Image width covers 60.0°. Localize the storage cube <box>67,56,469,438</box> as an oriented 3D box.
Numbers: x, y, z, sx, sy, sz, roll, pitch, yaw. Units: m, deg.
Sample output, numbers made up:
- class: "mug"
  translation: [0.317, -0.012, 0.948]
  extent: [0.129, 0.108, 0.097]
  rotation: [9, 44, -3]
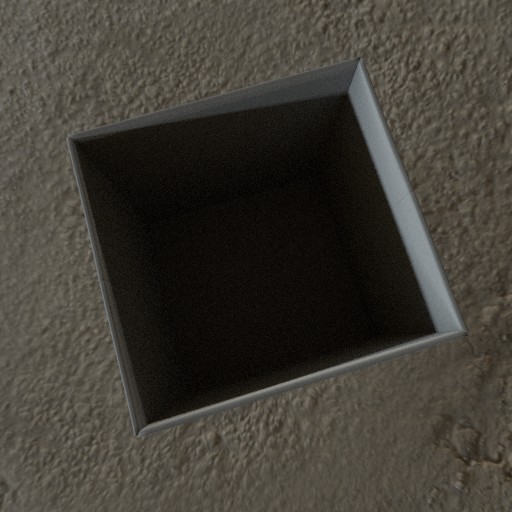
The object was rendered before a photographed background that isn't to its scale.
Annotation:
- class: "storage cube"
  translation: [0.000, 0.000, 0.495]
  extent: [0.270, 0.280, 0.270]
  rotation: [-16, 79, -3]
